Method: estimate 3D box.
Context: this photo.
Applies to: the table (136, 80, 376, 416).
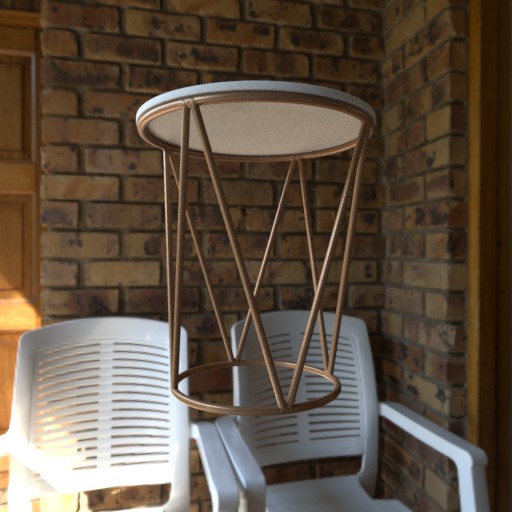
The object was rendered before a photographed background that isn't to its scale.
[{"bbox_3d":[0.000,0.000,0.959,0.500,0.564,0.500,0,0,0],"label":"table"}]
